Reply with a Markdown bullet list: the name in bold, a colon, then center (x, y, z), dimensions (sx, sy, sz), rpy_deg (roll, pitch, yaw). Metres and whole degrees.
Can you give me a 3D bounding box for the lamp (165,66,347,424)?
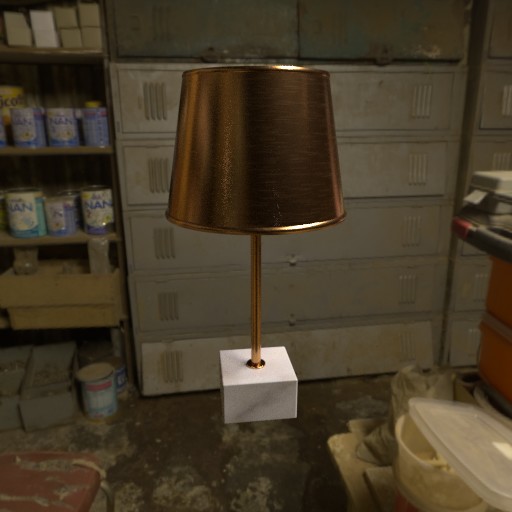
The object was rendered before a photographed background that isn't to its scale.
- **lamp**: center (0.000, 0.000, 0.533), dimensions (0.208, 0.406, 0.208), rpy_deg (0, 17, 0)
